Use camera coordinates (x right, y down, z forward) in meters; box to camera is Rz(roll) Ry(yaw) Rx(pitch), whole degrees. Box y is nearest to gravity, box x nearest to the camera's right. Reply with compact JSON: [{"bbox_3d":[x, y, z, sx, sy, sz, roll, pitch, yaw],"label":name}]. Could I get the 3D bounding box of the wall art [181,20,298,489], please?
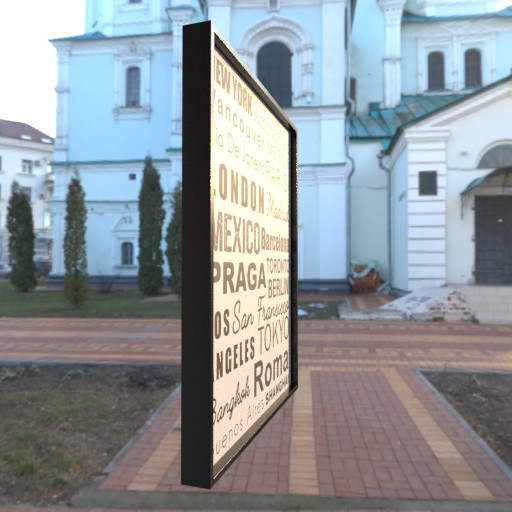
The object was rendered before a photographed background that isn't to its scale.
[{"bbox_3d":[0.000,0.000,0.737,0.038,0.551,0.448,0,-1,19],"label":"wall art"}]
